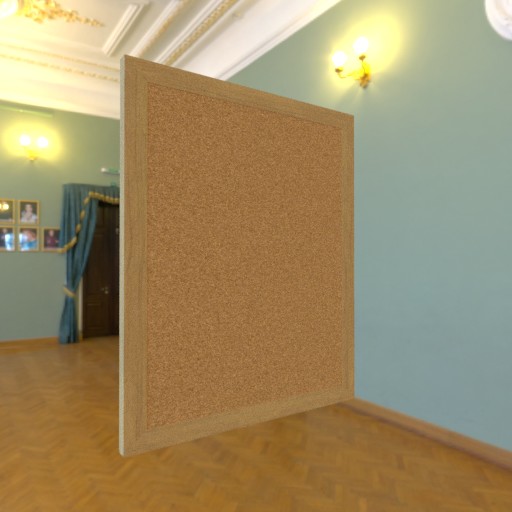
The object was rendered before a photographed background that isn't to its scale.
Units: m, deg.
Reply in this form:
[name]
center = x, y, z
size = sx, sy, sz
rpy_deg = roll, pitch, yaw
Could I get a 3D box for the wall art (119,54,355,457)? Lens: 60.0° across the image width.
[wall art]
center = 0.000, 0.000, 0.755
size = 0.460, 0.561, 0.020
rpy_deg = 0, -1, -35
